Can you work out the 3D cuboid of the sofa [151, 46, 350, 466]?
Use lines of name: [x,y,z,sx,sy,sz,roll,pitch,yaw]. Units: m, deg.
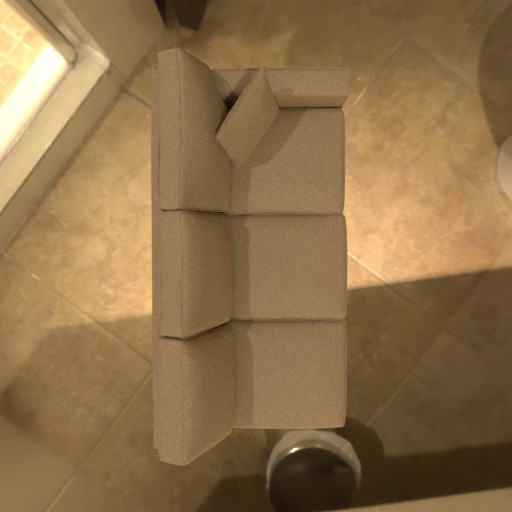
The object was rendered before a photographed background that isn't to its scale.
sofa: [0.000,0.000,2.482,1.034,0.946,1.963,0,91,1]
